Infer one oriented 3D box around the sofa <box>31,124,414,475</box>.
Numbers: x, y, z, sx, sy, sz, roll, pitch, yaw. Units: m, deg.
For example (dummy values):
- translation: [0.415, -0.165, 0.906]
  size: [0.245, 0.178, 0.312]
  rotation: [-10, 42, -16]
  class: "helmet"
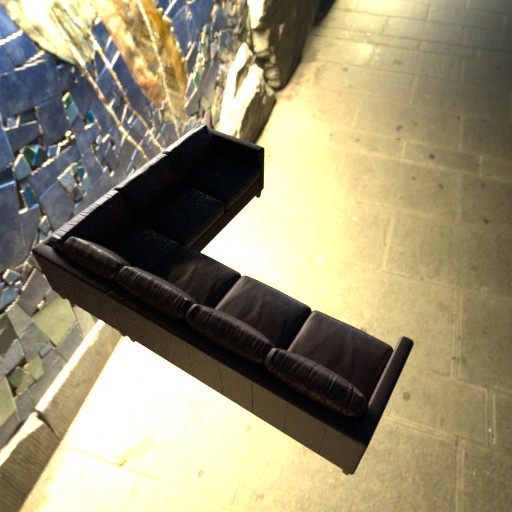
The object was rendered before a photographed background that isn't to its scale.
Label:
- translation: [0.000, 0.000, 4.195]
  size: [3.152, 0.836, 2.438]
  rotation: [25, 52, 21]
  class: "sofa"
